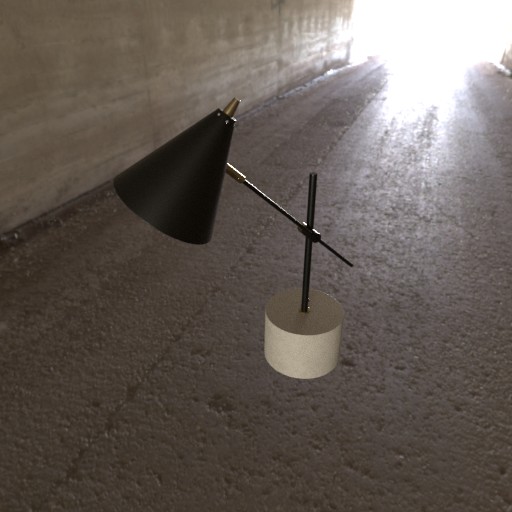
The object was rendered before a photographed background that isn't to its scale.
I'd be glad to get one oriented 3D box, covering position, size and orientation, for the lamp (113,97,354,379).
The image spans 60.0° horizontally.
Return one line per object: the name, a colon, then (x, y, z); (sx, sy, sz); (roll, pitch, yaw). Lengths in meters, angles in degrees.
lamp: (0.000, 0.000, 0.729); (0.403, 0.518, 0.214); (-8, 31, -14)
